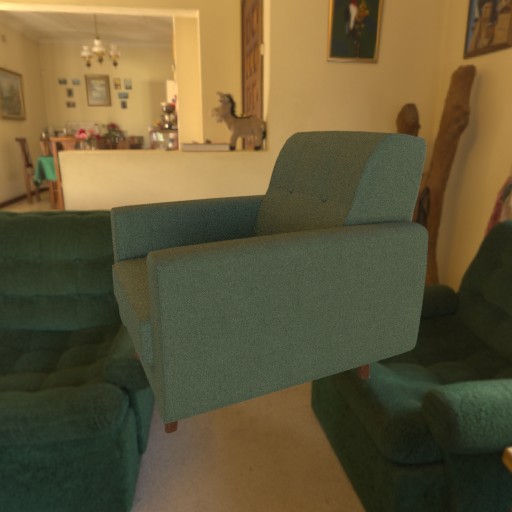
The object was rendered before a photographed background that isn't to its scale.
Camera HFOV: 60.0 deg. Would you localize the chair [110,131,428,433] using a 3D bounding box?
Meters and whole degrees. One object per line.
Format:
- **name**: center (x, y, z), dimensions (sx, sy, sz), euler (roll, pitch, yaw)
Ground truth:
- **chair**: center (0.000, 0.000, 1.546), dimensions (0.909, 0.841, 0.831), euler (-7, 17, -24)
